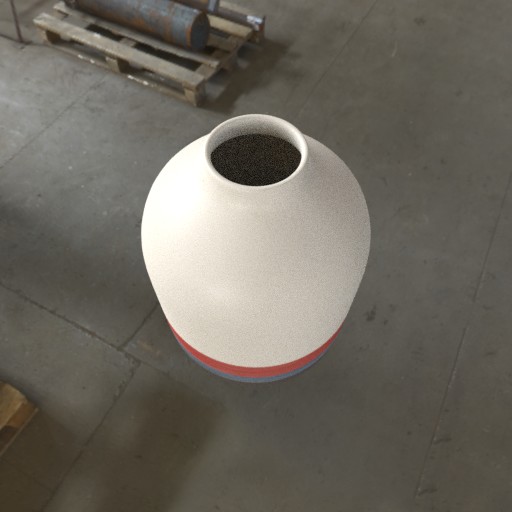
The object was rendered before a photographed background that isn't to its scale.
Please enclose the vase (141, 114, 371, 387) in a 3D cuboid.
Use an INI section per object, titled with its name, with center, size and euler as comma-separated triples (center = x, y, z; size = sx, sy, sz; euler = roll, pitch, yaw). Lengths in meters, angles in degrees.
[vase]
center = 0.000, 0.000, 0.362
size = 0.169, 0.237, 0.169
euler = 0, 58, 0
